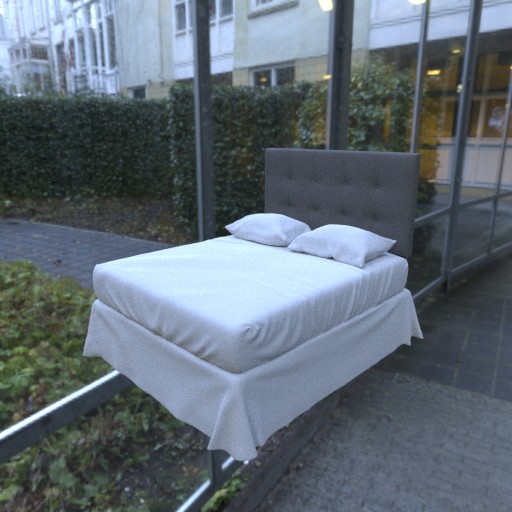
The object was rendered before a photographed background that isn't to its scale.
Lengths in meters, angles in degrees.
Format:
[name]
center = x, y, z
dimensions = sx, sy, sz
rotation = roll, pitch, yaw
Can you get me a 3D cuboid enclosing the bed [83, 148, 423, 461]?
[bed]
center = 0.000, 0.000, 3.510
dimensions = 1.936, 1.577, 2.222
rotation = 15, 22, 43
